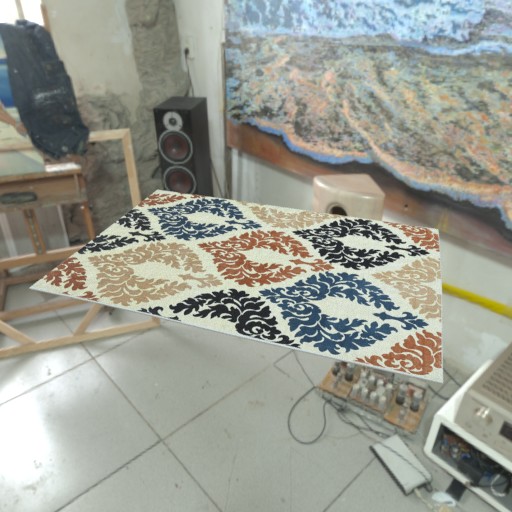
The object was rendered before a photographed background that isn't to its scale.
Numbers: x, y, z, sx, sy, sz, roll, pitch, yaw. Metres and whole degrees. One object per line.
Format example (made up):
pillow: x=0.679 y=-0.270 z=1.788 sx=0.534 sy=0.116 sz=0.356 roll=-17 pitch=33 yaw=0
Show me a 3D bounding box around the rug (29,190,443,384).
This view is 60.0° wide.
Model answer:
rug: x=0.000 y=0.000 z=2.875 sx=2.275 sy=0.014 sz=1.514 roll=10 pitch=33 yaw=16
